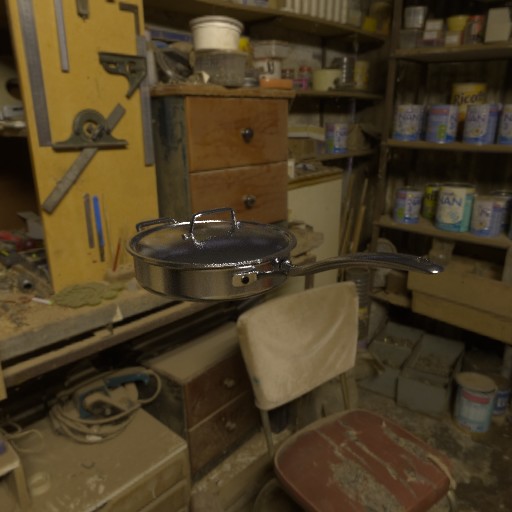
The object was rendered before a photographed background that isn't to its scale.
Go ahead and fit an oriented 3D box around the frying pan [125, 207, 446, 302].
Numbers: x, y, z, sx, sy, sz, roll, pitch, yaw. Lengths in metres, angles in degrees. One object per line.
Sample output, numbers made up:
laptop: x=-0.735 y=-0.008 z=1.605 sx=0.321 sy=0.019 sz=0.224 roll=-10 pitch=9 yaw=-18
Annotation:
frying pan: x=0.000 y=0.000 z=0.671 sx=0.561 sy=0.114 sz=0.280 roll=17 pitch=24 yaw=42
